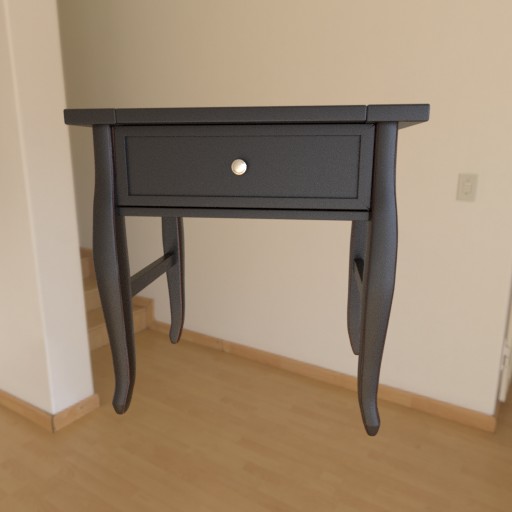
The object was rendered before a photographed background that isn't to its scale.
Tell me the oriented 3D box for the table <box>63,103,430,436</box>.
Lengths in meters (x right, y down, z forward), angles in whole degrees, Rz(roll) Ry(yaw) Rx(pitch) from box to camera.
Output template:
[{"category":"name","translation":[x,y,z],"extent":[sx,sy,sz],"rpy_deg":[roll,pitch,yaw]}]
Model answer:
[{"category":"table","translation":[0.000,0.000,1.006],"extent":[0.602,0.604,0.460],"rpy_deg":[2,13,8]}]
